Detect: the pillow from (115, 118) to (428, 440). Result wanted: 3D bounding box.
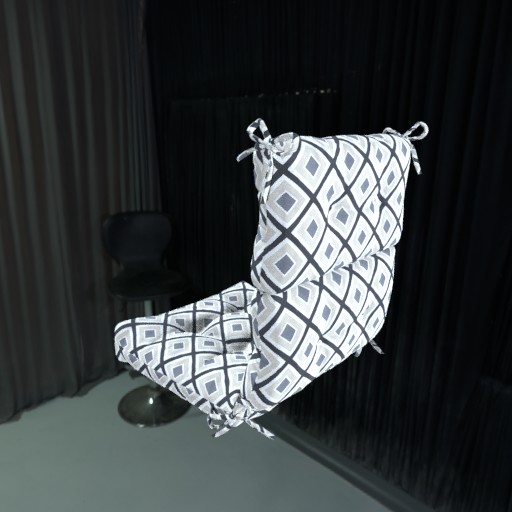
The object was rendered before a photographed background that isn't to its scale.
[{"bbox_3d":[0.000,0.000,1.034,0.571,0.605,0.519,14,22,40],"label":"pillow"}]
